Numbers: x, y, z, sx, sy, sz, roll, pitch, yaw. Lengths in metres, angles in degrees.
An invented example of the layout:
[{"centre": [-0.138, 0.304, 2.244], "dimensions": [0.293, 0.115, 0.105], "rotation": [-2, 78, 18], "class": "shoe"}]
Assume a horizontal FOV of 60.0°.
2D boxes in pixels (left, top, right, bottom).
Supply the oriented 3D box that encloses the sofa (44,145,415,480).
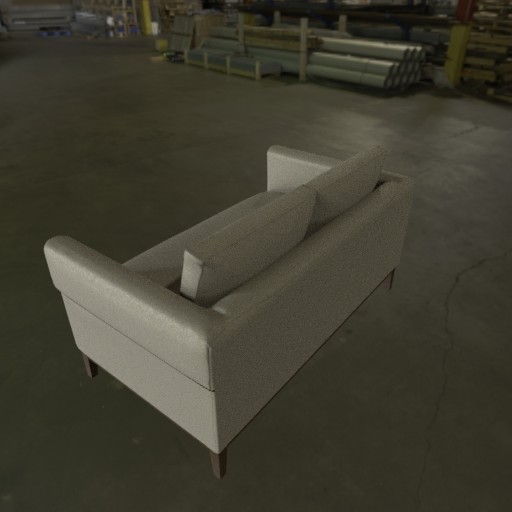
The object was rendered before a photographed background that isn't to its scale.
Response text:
[{"centre": [0.000, 0.000, 2.143], "dimensions": [0.899, 0.873, 1.598], "rotation": [22, 38, 32], "class": "sofa"}]
